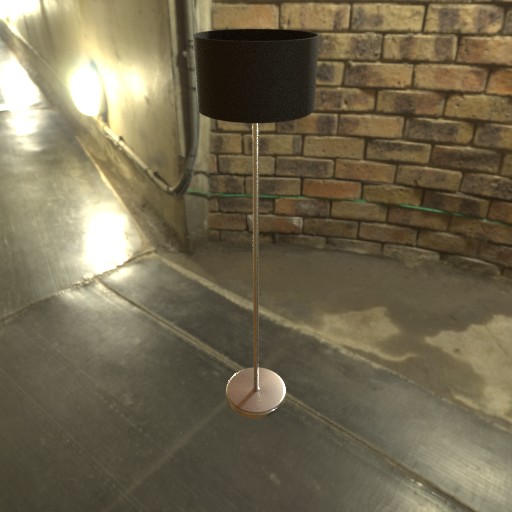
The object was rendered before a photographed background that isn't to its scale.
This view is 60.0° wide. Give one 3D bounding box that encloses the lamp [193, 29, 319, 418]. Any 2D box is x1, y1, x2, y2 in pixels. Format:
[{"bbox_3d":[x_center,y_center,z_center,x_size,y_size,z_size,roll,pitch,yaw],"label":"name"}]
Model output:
[{"bbox_3d":[0.000,0.000,1.607,0.348,1.443,0.348,0,32,0],"label":"lamp"}]
